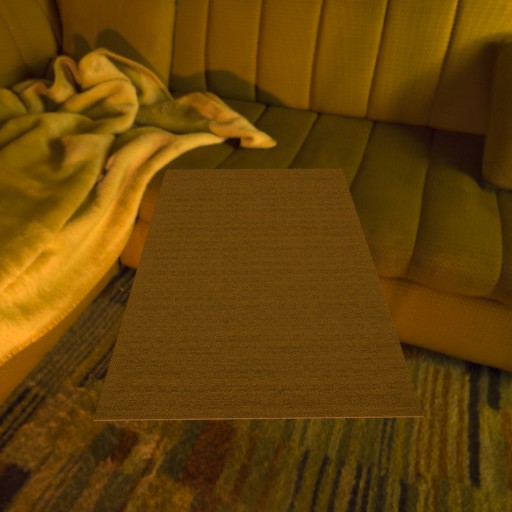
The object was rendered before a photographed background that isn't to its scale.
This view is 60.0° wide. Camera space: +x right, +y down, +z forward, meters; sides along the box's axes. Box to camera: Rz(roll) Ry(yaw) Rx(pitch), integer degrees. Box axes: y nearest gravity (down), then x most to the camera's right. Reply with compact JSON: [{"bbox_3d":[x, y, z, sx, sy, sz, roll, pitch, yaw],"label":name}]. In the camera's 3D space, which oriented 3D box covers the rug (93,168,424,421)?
[{"bbox_3d":[0.000,0.000,2.204,1.142,0.006,1.752,0,40,-1],"label":"rug"}]
